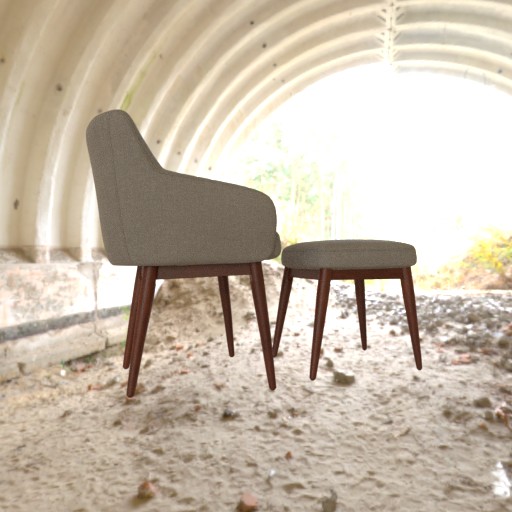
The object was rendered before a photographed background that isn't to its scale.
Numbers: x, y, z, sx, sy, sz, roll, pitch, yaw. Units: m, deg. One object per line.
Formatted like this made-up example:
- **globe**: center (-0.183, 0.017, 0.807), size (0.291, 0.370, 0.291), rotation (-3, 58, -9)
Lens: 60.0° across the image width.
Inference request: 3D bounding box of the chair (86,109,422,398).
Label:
- **chair**: center (0.000, 0.000, 1.542), size (1.107, 0.799, 0.584), rotation (0, 0, -18)
